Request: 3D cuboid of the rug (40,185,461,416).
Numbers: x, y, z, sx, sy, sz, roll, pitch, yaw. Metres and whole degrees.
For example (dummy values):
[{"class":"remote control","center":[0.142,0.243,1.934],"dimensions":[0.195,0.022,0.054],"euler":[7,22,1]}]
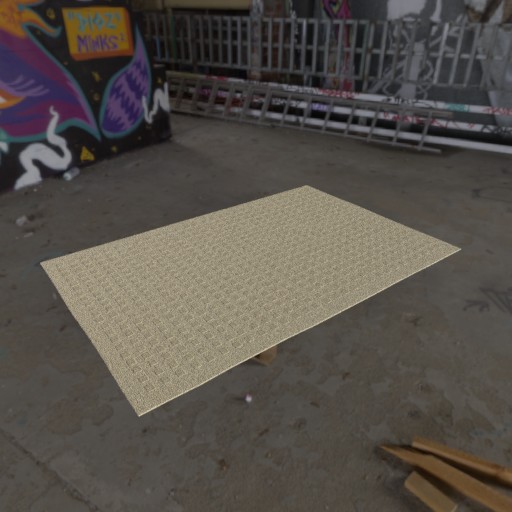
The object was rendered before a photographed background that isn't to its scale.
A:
[{"class":"rug","center":[0.000,0.000,2.191],"dimensions":[1.747,0.006,1.143],"euler":[-20,35,-32]}]
